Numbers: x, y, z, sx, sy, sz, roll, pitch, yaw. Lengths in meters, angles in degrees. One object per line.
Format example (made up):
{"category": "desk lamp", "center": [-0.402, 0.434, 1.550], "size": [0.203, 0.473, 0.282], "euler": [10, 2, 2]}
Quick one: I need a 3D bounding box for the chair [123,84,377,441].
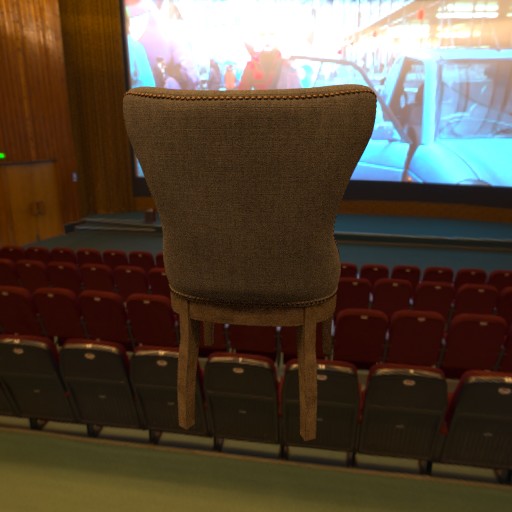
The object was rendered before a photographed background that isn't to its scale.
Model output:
{"category": "chair", "center": [0.000, 0.000, 1.435], "size": [0.654, 1.002, 0.681], "euler": [2, 17, 8]}
